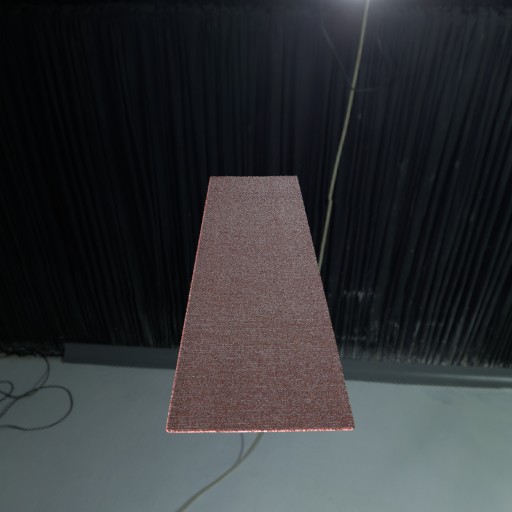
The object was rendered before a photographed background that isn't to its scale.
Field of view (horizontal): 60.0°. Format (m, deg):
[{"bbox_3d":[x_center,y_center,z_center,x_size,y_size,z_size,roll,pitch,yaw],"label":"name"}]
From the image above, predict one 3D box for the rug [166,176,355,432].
[{"bbox_3d":[0.000,0.000,2.560,0.687,0.012,2.307,0,33,-1],"label":"rug"}]
